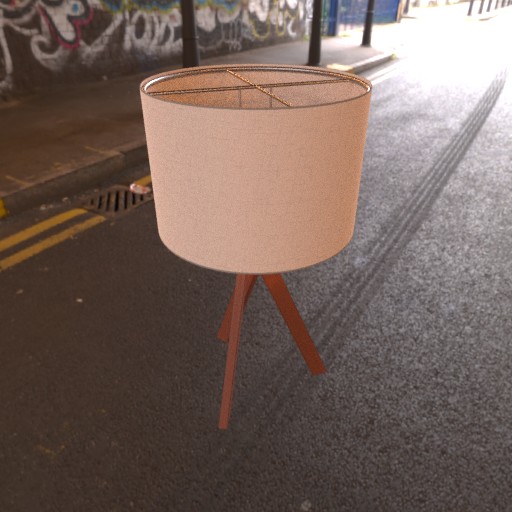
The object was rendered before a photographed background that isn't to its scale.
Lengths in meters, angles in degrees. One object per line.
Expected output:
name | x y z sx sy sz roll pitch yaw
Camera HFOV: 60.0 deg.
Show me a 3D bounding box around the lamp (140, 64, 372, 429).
lamp | 0.000 0.000 0.920 0.380 0.686 0.380 -10 33 -17
